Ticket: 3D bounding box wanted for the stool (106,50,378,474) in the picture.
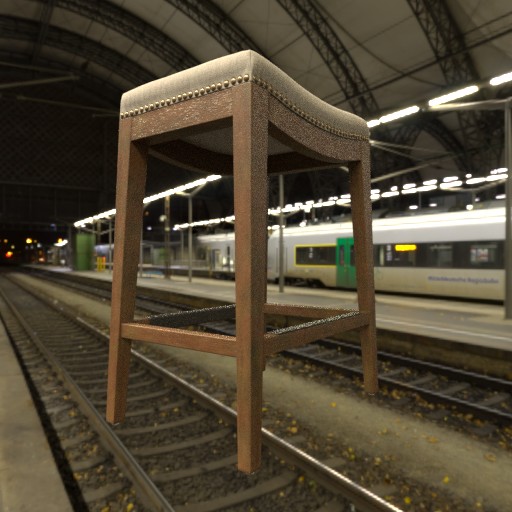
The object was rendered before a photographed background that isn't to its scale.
[{"bbox_3d":[0.000,0.000,0.967,0.356,0.660,0.508,0,0,37],"label":"stool"}]
